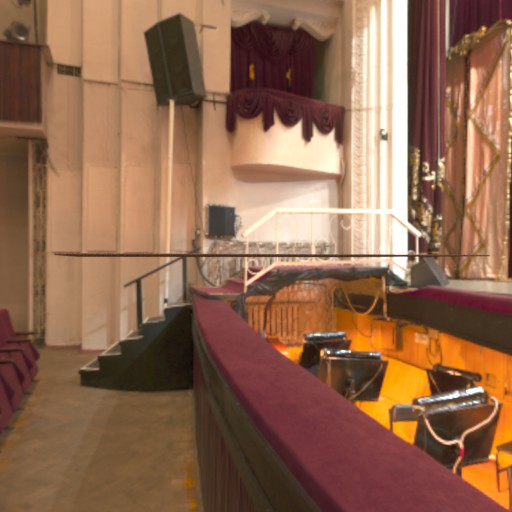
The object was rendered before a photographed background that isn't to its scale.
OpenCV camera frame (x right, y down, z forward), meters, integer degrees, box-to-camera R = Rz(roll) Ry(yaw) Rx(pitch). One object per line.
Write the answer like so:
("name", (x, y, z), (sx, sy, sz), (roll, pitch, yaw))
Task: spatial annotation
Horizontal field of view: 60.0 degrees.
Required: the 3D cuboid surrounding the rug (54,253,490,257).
("rug", (0.000, 0.000, 2.879), (2.238, 0.008, 1.593), (0, 0, -19))
